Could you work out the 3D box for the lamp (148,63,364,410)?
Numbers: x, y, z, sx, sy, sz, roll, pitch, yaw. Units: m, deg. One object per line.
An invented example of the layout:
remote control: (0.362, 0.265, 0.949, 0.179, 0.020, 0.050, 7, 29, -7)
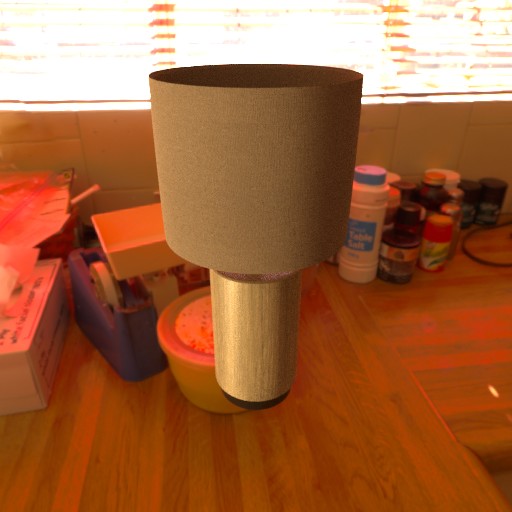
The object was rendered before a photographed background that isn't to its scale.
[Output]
lamp: (0.000, 0.000, 0.579, 0.228, 0.444, 0.228, -21, 35, -33)
